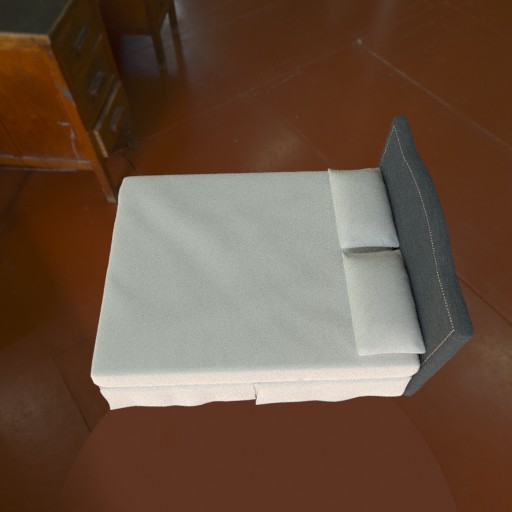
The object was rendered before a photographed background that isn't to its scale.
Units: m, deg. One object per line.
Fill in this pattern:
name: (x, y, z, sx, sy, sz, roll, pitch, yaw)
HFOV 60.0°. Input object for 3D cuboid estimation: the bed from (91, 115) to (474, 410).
bed: (0.000, 0.000, 3.822, 2.689, 1.457, 2.161, -2, 58, -1)
